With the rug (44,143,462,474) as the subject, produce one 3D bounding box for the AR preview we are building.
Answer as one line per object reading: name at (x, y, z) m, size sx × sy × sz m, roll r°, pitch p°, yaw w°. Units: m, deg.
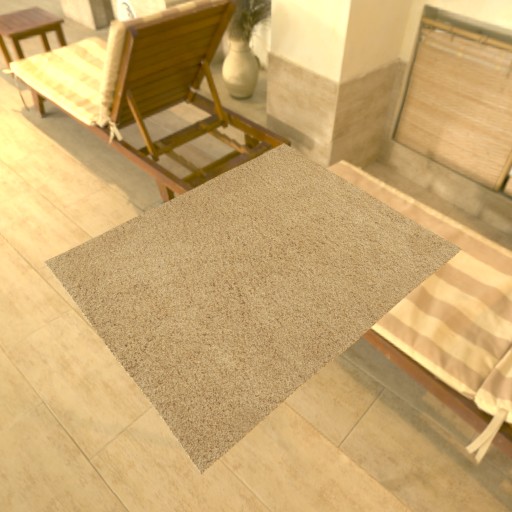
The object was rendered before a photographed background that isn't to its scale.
rug at (0.000, 0.000, 4.075) m, size 3.000 × 0.025 × 2.400 m, roll -32°, pitch 54°, yaw -27°
